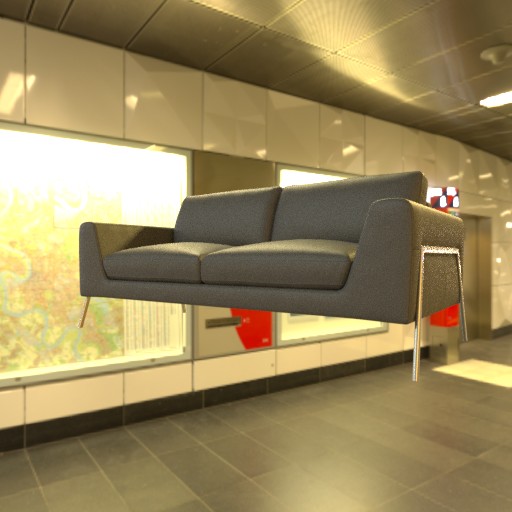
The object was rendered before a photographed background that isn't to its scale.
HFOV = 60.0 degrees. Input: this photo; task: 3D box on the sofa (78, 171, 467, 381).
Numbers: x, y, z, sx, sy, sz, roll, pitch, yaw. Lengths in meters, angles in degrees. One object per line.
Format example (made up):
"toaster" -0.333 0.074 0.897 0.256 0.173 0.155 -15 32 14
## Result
"sofa" 0.000 0.000 2.493 2.017 0.875 0.953 0 0 35
